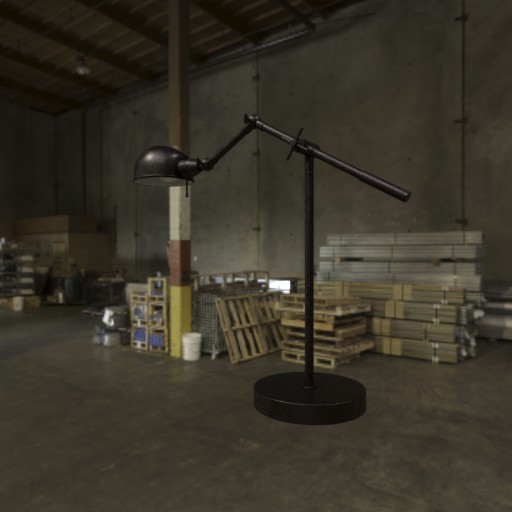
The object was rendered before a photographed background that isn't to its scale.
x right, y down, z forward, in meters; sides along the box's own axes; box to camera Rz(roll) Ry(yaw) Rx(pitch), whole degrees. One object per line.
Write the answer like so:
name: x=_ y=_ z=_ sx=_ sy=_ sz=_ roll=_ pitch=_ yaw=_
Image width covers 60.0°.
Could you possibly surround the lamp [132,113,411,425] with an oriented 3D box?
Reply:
lamp: x=0.000 y=0.000 z=0.804 sx=0.567 sy=0.495 sz=0.185 roll=0 pitch=0 yaw=36
